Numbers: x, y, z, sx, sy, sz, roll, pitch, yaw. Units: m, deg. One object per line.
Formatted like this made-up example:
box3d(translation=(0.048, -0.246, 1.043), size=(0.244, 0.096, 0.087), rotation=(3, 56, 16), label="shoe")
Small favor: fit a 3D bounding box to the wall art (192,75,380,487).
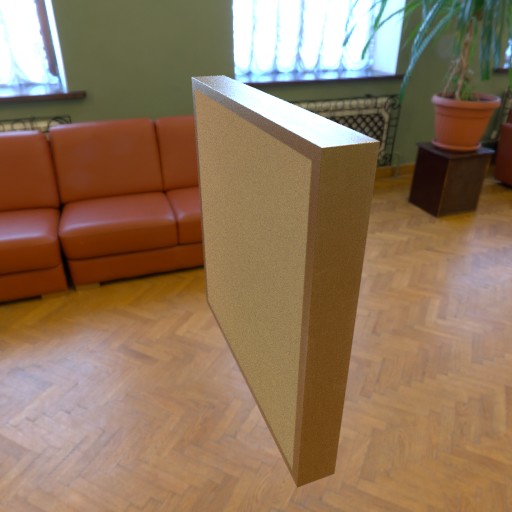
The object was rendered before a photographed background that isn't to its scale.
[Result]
box3d(translation=(0.000, 0.000, 0.450), size=(0.038, 0.305, 0.306), rotation=(-11, 31, -18), label="wall art")
